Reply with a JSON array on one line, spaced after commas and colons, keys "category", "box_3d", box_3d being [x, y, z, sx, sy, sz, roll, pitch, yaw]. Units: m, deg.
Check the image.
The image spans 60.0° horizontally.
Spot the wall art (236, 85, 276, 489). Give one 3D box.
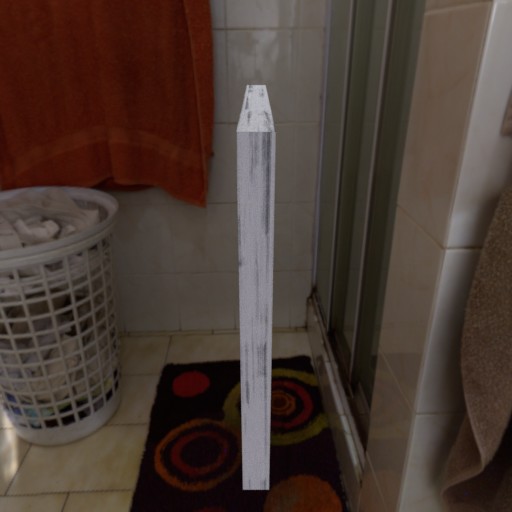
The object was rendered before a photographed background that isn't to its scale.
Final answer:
[{"category": "wall art", "box_3d": [0.000, 0.000, 0.758, 0.038, 0.506, 0.506, 0, 26, 0]}]
